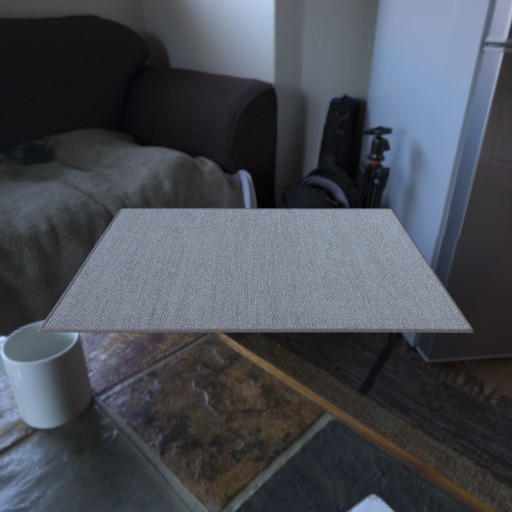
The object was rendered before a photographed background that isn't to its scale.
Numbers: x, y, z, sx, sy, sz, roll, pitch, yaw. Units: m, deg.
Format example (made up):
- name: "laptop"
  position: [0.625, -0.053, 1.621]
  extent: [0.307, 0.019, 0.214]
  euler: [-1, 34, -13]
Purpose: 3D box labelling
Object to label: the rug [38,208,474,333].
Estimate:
- name: "rug"
  position: [0.000, 0.000, 2.794]
  extent: [2.115, 0.013, 1.517]
  euler: [0, 29, 0]
